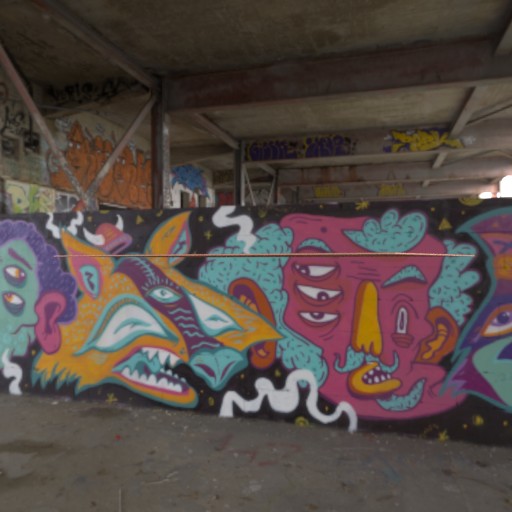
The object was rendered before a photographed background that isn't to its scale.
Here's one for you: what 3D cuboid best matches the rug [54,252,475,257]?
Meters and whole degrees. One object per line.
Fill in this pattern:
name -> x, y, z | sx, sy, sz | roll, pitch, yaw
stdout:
rug -> 0.000, 0.000, 3.014 | 2.438, 0.008, 1.523 | 0, -1, 36
